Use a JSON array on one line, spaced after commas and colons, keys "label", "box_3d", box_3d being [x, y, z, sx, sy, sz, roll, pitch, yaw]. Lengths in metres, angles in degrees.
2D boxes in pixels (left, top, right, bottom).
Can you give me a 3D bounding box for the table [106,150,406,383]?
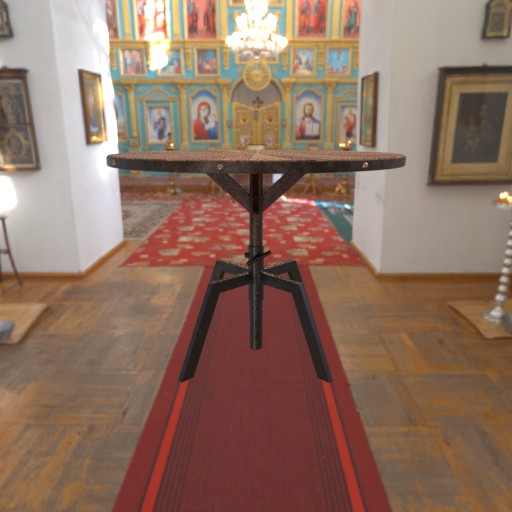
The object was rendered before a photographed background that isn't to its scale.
[{"label": "table", "box_3d": [0.000, 0.000, 1.459, 0.885, 0.658, 0.885, 0, 15, 0]}]
